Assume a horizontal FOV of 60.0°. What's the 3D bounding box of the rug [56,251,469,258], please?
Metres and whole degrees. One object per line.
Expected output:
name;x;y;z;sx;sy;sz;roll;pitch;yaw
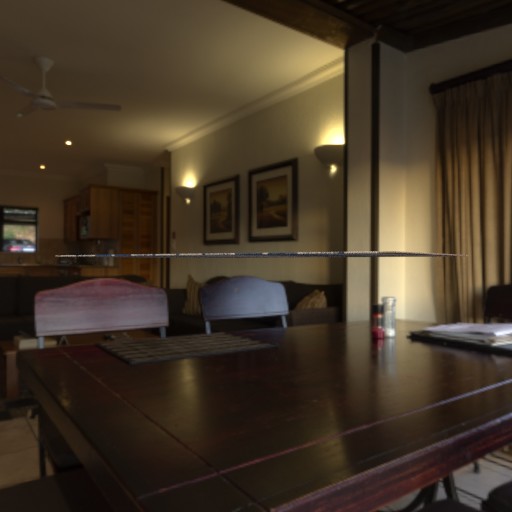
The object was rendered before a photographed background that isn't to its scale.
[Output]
rug;0.000;0.000;3.076;2.441;0.010;1.532;0;-1;35
